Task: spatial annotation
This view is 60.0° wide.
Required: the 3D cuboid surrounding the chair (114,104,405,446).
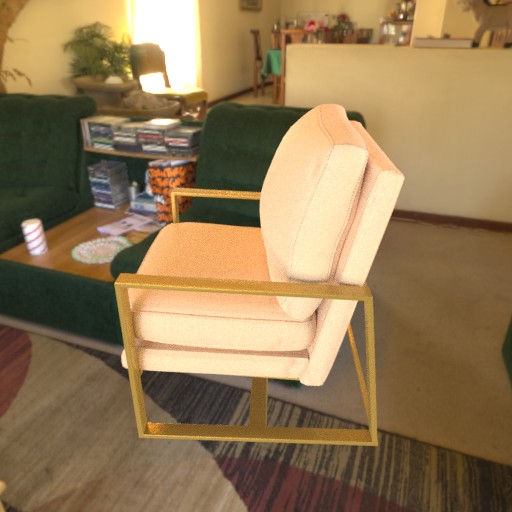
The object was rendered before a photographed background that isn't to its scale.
[{"bbox_3d":[0.000,0.000,1.539,0.813,0.956,0.758,1,28,2],"label":"chair"}]
